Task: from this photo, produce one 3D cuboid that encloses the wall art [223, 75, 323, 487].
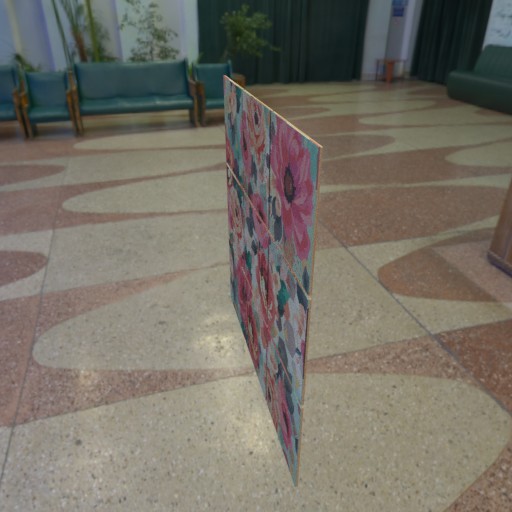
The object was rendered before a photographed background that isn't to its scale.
[{"bbox_3d":[0.000,0.000,2.239,0.013,1.519,1.521,-7,30,-12],"label":"wall art"}]
